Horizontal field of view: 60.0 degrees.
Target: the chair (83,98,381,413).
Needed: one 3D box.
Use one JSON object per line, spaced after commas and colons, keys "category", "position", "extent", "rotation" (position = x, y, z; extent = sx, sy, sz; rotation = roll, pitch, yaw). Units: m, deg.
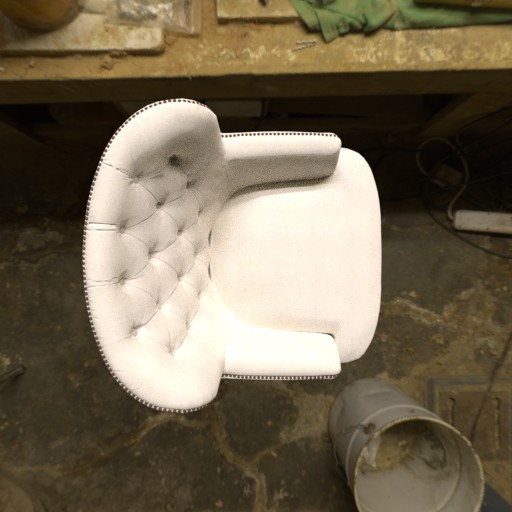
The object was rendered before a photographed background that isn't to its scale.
{"category": "chair", "position": [0.000, 0.000, 1.566], "extent": [0.906, 0.868, 0.848], "rotation": [0, 90, 0]}
